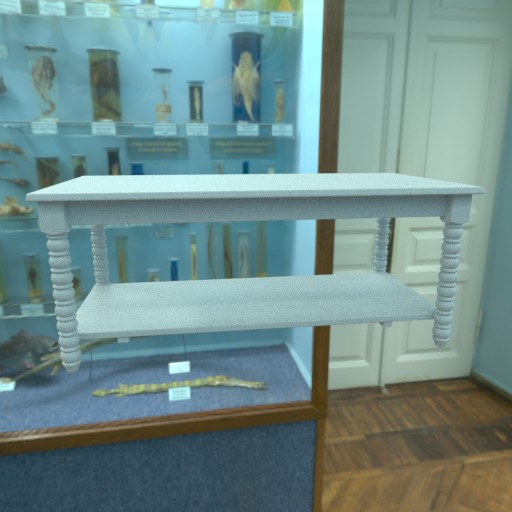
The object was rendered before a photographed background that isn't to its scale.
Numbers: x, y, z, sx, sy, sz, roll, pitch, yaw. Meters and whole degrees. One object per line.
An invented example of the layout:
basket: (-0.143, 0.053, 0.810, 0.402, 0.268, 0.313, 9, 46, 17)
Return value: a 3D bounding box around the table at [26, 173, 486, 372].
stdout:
table: (0.000, 0.000, 1.445, 1.171, 0.487, 0.580, -2, 15, -8)
